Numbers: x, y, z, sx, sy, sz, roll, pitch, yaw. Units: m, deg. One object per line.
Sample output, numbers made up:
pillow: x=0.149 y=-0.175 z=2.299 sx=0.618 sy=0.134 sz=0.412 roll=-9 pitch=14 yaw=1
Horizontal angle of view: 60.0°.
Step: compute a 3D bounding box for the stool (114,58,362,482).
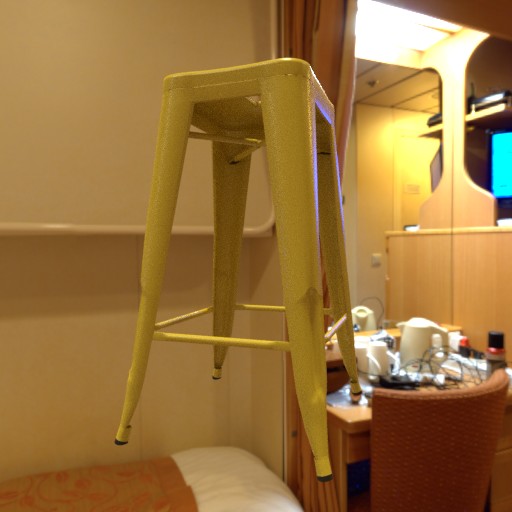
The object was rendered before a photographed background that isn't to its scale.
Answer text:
stool: x=0.000 y=0.000 z=0.839 sx=0.359 sy=0.609 sz=0.399 roll=1 pitch=2 yaw=19
